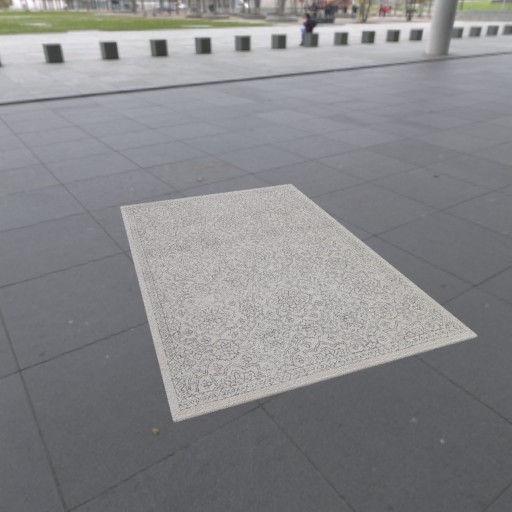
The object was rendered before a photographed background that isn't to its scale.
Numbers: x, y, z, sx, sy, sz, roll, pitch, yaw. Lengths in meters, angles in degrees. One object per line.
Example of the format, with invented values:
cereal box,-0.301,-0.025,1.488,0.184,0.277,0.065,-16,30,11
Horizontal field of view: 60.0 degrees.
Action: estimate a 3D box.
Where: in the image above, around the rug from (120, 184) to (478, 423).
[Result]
rug,0.000,0.000,2.906,1.524,0.011,2.286,-10,31,-17
